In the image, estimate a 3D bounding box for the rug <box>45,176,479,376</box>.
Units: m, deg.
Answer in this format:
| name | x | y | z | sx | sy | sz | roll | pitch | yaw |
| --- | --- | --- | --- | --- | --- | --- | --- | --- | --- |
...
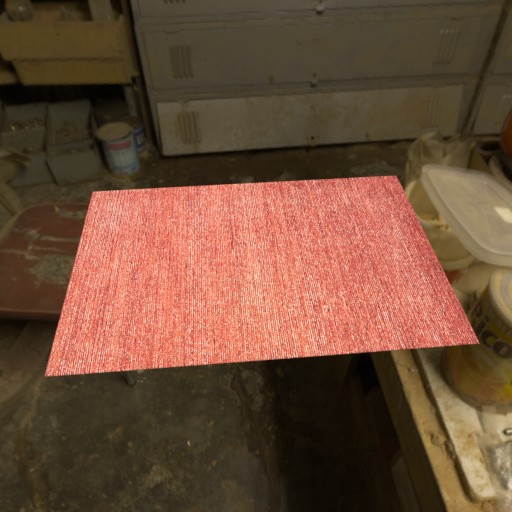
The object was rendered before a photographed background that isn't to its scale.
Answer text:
| name | x | y | z | sx | sy | sz | roll | pitch | yaw |
| --- | --- | --- | --- | --- | --- | --- | --- | --- | --- |
| rug | 0.000 | 0.000 | 2.157 | 1.747 | 0.011 | 1.139 | -4 | 47 | -3 |
